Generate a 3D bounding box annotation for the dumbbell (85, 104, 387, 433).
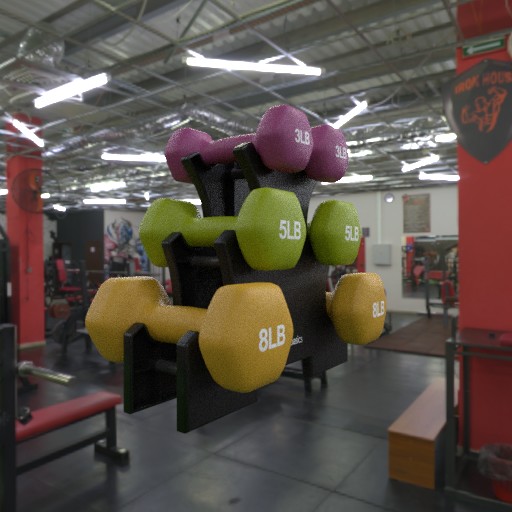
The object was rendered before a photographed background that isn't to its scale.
[{"bbox_3d":[0.000,0.000,0.474,0.190,0.271,0.300,0,1,37],"label":"dumbbell"}]
